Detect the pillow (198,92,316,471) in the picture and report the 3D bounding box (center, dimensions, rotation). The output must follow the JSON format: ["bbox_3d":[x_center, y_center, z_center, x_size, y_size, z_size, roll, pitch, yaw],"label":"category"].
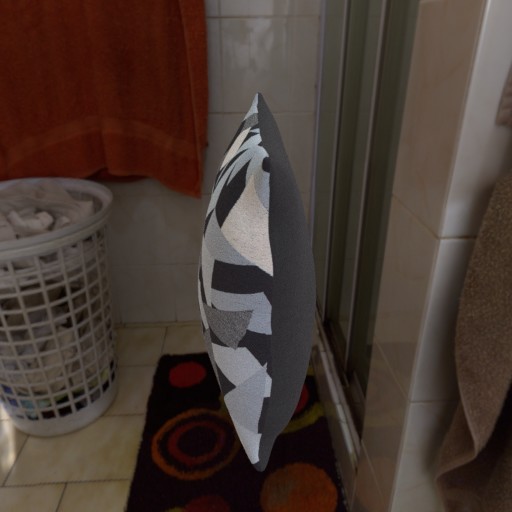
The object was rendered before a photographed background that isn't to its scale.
[{"bbox_3d":[0.000,0.000,0.790,0.208,0.496,0.503,0,27,-1],"label":"pillow"}]
